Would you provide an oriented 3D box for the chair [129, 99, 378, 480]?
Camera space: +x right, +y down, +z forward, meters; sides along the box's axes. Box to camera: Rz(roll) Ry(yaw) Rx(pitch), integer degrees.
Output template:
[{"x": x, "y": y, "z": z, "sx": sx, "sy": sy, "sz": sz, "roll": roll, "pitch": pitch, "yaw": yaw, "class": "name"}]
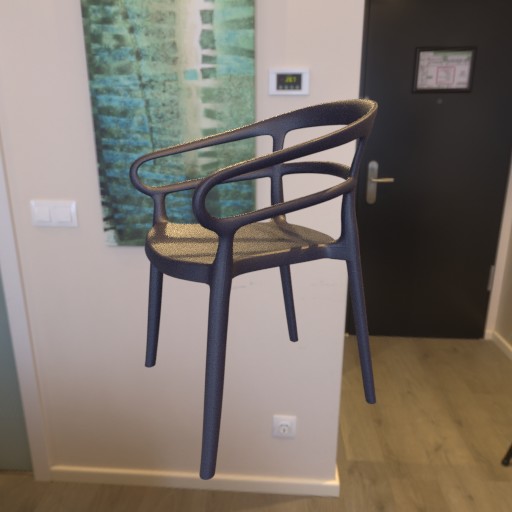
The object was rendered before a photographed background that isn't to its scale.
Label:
[{"x": 0.000, "y": 0.000, "z": 1.123, "sx": 0.527, "sy": 0.761, "sz": 0.559, "roll": -8, "pitch": 18, "yaw": -25, "class": "chair"}]
